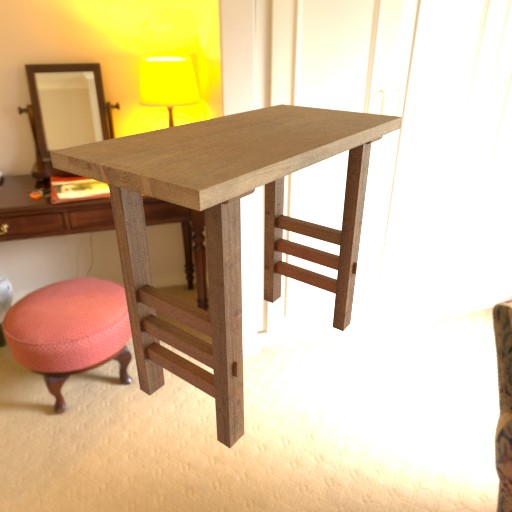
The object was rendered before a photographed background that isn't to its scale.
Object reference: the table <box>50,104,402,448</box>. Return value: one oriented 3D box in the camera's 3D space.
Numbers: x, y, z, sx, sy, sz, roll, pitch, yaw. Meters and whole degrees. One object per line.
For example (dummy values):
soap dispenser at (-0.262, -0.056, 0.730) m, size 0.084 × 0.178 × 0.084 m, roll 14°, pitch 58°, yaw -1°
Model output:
table at (0.000, 0.000, 1.654) m, size 0.556 × 0.914 × 1.119 m, roll 19°, pitch 32°, yaw 33°
